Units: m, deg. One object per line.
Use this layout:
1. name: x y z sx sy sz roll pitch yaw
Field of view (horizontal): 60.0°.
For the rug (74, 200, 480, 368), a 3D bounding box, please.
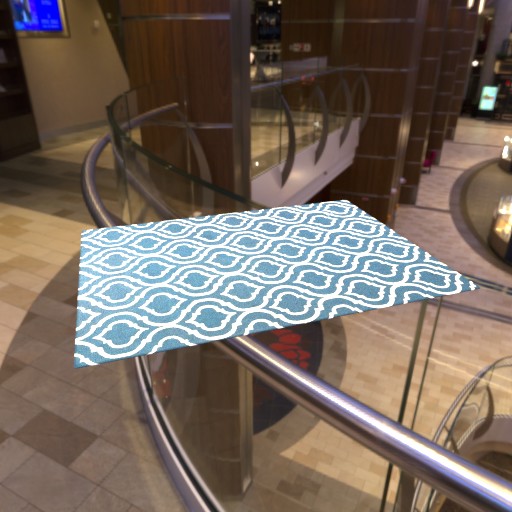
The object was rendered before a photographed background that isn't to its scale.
1. rug: 0.000 0.000 4.452 3.353 0.010 2.438 -8 28 -16
